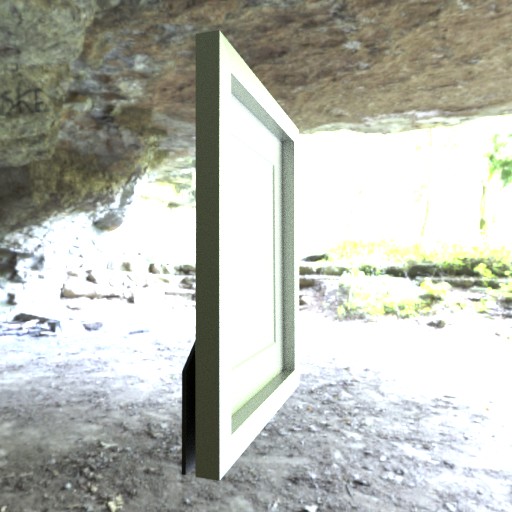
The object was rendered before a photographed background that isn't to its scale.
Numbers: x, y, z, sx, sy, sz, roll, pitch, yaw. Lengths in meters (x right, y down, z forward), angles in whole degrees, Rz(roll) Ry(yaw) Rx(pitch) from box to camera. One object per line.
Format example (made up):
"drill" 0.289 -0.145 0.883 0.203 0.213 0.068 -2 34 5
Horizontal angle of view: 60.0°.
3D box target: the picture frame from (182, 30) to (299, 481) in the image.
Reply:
"picture frame" 0.000 0.000 0.531 0.036 0.386 0.307 0 -1 18
